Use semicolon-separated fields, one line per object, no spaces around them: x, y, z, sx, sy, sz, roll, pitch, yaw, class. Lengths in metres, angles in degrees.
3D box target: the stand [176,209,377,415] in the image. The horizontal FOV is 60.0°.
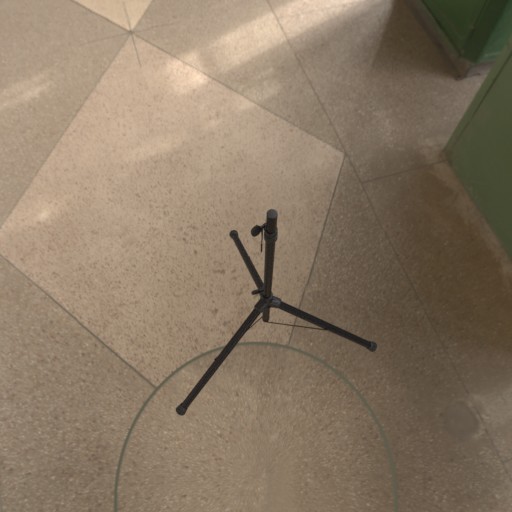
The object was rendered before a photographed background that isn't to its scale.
0.000;0.000;1.880;1.045;1.136;0.907;-15;64;-7;stand
